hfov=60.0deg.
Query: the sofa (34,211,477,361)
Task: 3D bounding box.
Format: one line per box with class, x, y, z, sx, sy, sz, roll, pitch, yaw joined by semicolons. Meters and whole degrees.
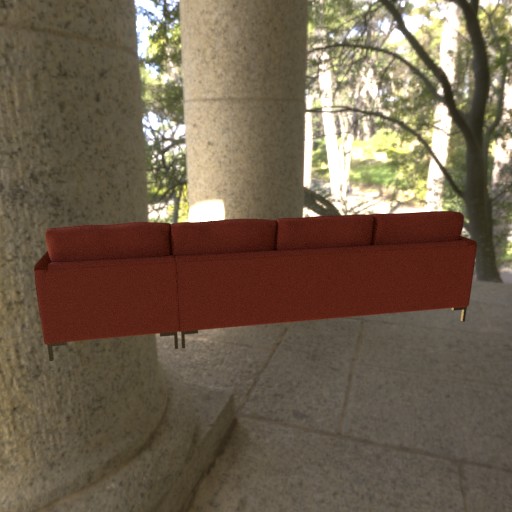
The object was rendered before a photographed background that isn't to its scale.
sofa;0.000;0.000;3.476;2.932;0.810;1.350;-3;16;-11
